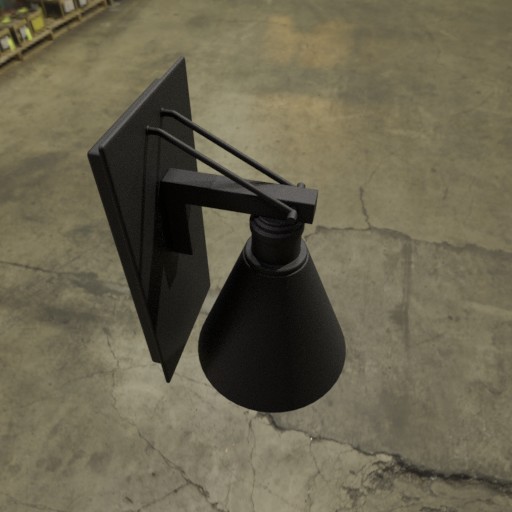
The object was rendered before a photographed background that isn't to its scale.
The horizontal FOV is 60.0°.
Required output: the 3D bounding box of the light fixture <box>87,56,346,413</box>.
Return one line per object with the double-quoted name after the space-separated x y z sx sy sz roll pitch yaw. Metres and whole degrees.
0.000 0.000 0.417 0.207 0.298 0.170 10 47 10 "light fixture"
